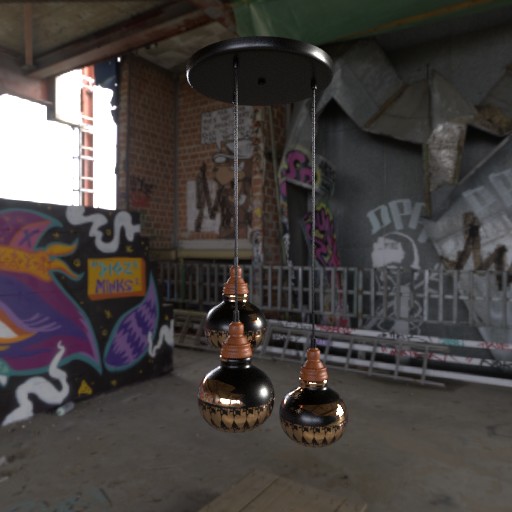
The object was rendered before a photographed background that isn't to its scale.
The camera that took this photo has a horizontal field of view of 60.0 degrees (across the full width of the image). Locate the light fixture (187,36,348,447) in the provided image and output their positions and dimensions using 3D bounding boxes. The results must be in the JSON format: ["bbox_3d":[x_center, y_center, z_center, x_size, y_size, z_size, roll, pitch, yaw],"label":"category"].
[{"bbox_3d":[0.000,0.000,1.719,0.608,1.410,0.605,0,0,-37],"label":"light fixture"}]
